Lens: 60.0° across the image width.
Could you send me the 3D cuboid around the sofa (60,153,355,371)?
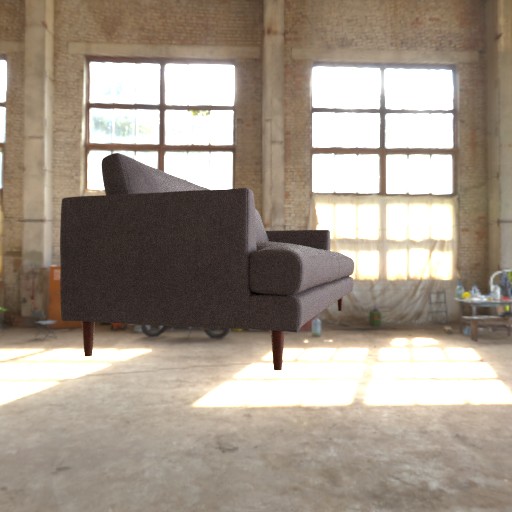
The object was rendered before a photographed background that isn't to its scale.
[{"bbox_3d":[0.000,0.000,2.739,1.020,0.868,2.250,0,-1,17],"label":"sofa"}]
